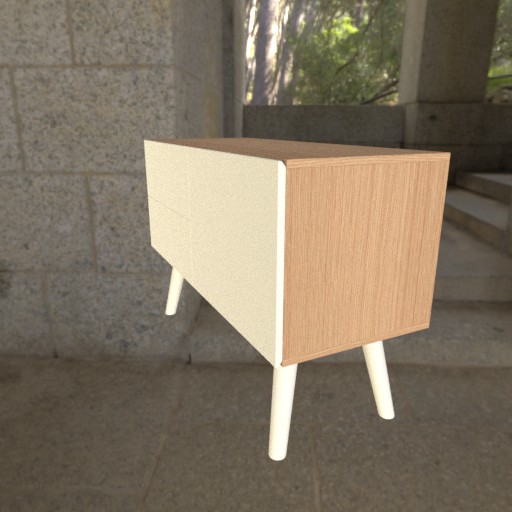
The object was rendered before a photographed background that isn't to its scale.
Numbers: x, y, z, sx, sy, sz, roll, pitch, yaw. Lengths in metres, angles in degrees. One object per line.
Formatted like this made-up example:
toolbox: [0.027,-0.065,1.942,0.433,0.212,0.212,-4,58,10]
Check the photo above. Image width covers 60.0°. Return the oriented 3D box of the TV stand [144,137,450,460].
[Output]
TV stand: [0.000,0.000,1.349,0.407,0.660,0.991,-8,19,-25]
